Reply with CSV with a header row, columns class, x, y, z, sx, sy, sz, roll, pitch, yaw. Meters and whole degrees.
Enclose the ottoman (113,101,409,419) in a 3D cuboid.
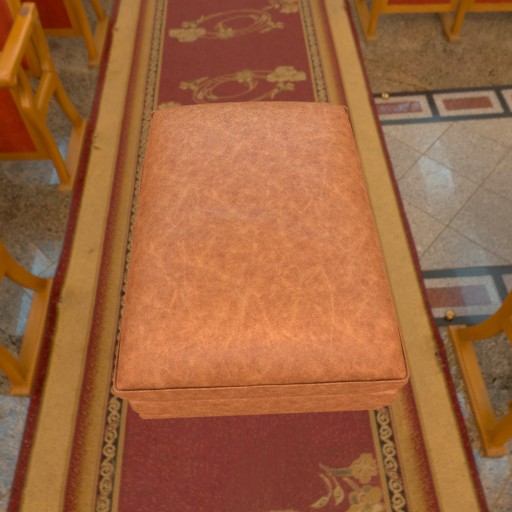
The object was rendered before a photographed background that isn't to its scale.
class,x,y,z,sx,sy,sz,roll,pitch,yaw
ottoman,0.000,0.000,1.053,0.533,0.480,0.710,-2,57,-1
